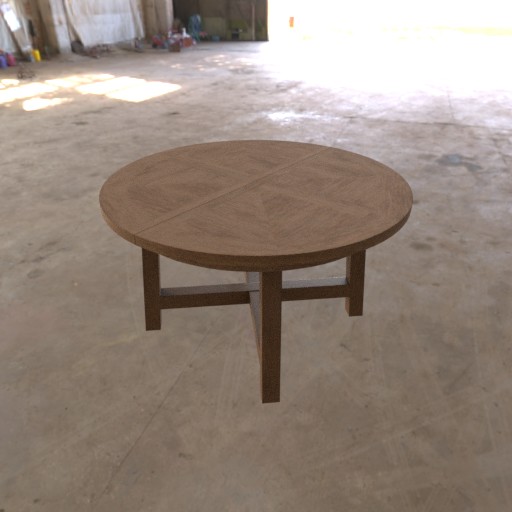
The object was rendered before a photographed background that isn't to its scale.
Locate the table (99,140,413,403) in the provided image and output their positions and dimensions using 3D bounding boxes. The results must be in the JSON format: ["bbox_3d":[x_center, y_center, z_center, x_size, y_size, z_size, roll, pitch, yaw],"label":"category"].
[{"bbox_3d":[0.000,0.000,2.137,1.319,0.762,1.319,0,30,0],"label":"table"}]
